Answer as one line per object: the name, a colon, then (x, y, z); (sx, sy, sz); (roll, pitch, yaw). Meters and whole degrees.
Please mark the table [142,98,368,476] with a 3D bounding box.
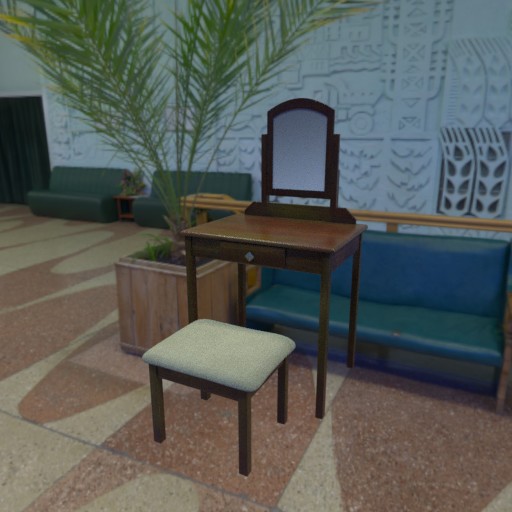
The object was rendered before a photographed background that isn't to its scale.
table: (0.000, 0.000, 2.305); (0.876, 1.631, 1.211); (8, 17, 26)
